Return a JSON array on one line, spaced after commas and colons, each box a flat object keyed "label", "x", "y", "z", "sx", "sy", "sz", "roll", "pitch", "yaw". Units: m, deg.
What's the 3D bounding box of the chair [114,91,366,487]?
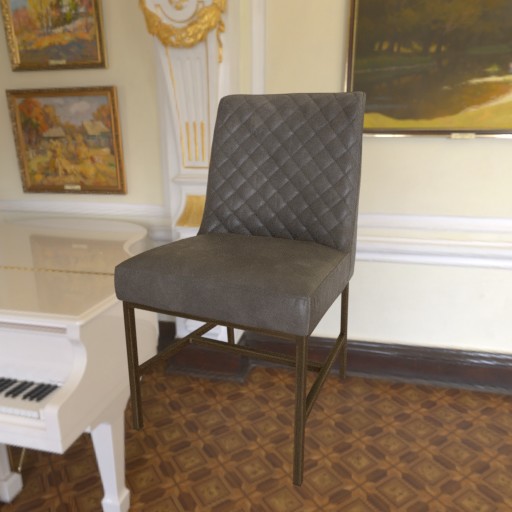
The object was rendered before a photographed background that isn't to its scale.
[{"label": "chair", "x": 0.000, "y": 0.000, "z": 1.217, "sx": 0.508, "sy": 0.889, "sz": 0.587, "roll": 7, "pitch": 17, "yaw": 24}]
